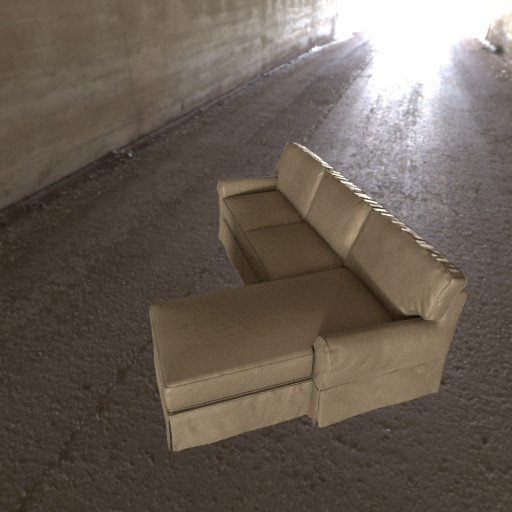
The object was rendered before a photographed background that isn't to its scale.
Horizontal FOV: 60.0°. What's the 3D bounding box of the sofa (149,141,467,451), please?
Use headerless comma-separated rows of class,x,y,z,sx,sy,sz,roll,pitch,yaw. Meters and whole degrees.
sofa,0.000,0.000,3.351,1.733,0.978,2.475,-10,33,-15
